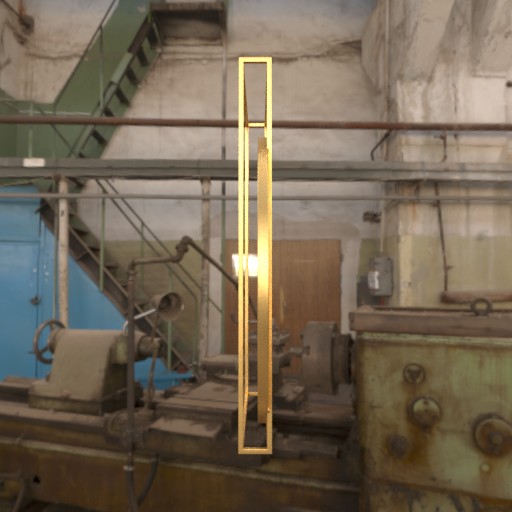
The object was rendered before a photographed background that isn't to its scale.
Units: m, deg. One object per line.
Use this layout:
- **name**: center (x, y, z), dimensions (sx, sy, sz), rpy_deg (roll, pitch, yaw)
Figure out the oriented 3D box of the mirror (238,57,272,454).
- **mirror**: center (0.000, 0.000, 0.830), dimensions (0.051, 0.603, 0.508), rpy_deg (0, -2, 0)
